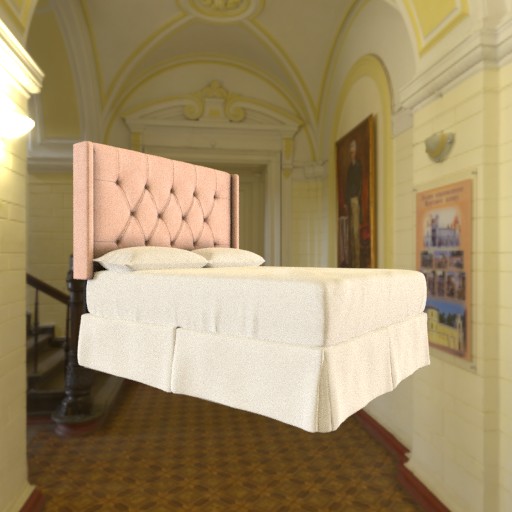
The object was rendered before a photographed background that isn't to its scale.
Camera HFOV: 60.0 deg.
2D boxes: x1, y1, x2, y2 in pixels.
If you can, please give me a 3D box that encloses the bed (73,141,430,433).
[{"bbox_3d":[0.000,0.000,3.262,2.066,1.665,1.719,0,0,37],"label":"bed"}]
